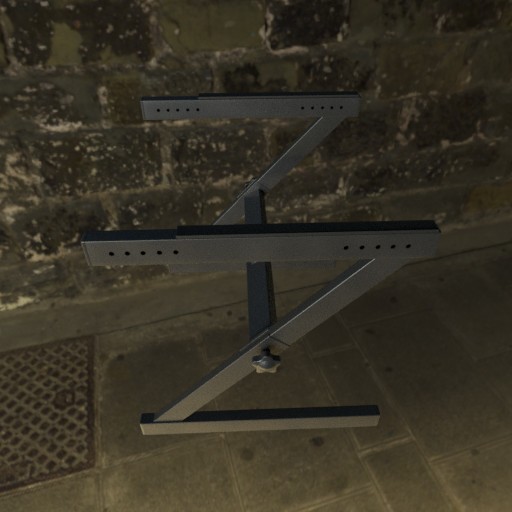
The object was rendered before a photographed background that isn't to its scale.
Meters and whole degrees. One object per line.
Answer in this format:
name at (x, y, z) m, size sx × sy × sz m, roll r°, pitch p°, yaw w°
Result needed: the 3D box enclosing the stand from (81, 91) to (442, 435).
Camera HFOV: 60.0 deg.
stand at (0.000, 0.000, 1.143) m, size 0.586 × 0.617 × 0.700 m, roll -1°, pitch 40°, yaw -2°
